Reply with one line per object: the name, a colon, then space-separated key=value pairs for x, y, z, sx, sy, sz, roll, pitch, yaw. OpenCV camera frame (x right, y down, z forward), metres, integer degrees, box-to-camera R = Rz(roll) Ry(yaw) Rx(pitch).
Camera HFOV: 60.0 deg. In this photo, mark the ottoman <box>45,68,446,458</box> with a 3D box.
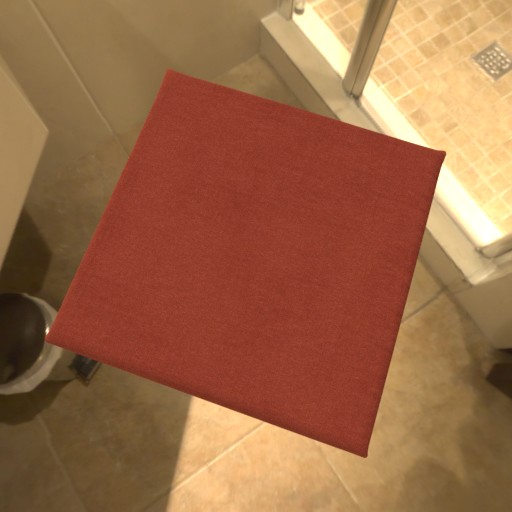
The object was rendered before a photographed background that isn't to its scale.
ottoman: x=0.000 y=0.000 z=1.389 sx=0.890 sy=0.411 sz=0.889 roll=18 pitch=76 yaw=5
